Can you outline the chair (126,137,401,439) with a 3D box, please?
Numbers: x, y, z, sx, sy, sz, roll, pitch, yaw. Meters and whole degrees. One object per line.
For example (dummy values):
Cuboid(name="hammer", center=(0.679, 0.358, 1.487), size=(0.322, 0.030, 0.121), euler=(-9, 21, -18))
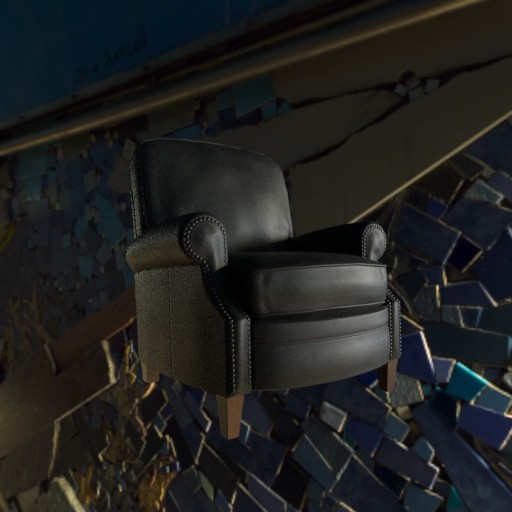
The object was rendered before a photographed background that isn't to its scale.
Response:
Cuboid(name="chair", center=(0.000, 0.000, 1.762), size=(0.936, 1.018, 0.986), euler=(-1, 1, -36))
